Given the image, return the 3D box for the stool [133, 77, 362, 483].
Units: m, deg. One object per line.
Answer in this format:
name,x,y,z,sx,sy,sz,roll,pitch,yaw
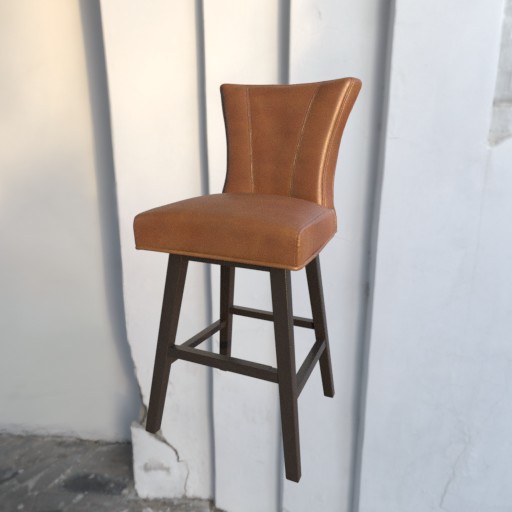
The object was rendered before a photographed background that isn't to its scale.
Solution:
stool,0.000,0.000,1.422,0.522,1.094,0.585,7,17,24
